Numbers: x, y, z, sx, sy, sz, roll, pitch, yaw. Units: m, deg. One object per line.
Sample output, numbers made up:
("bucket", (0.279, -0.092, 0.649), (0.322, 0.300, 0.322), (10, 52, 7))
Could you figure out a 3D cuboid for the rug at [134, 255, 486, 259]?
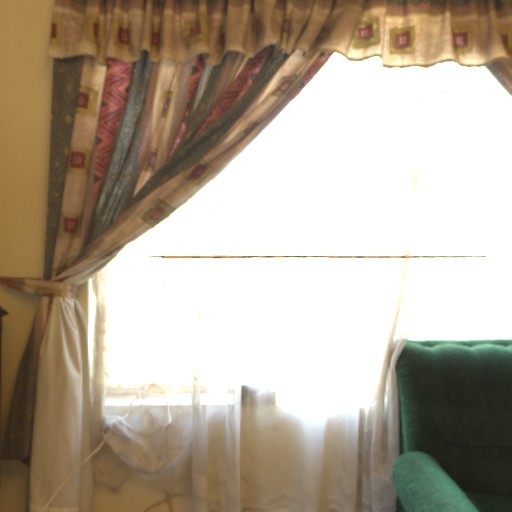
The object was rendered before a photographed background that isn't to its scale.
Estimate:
("rug", (0.000, 0.000, 3.043), (1.520, 0.011, 2.447), (0, 0, -18))
